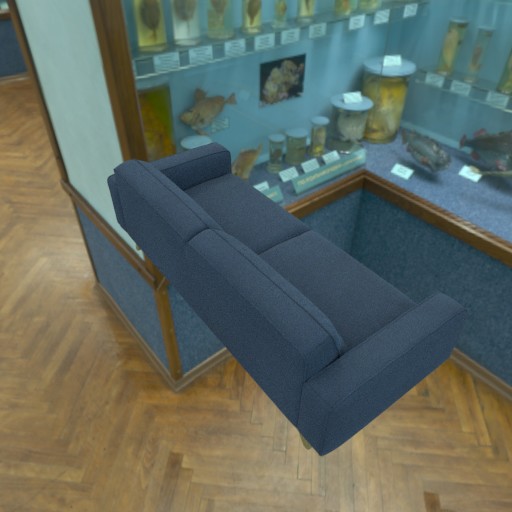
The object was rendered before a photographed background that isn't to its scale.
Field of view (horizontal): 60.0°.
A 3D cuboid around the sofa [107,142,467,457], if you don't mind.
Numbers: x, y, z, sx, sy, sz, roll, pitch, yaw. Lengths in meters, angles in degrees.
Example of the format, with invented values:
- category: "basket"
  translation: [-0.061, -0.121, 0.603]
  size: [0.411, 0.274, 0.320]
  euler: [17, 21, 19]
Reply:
- category: "sofa"
  translation: [0.000, 0.000, 2.735]
  size: [0.953, 0.782, 2.270]
  euler: [-26, 47, -27]
